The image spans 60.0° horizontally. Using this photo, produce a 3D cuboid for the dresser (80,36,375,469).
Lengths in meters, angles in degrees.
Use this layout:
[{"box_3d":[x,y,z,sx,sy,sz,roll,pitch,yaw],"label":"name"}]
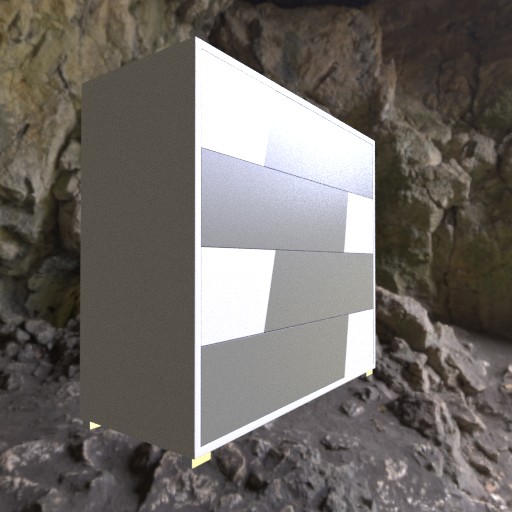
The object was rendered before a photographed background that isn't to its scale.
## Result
[{"box_3d":[0.000,0.000,1.595,0.460,1.000,1.100,-1,-1,36],"label":"dresser"}]
